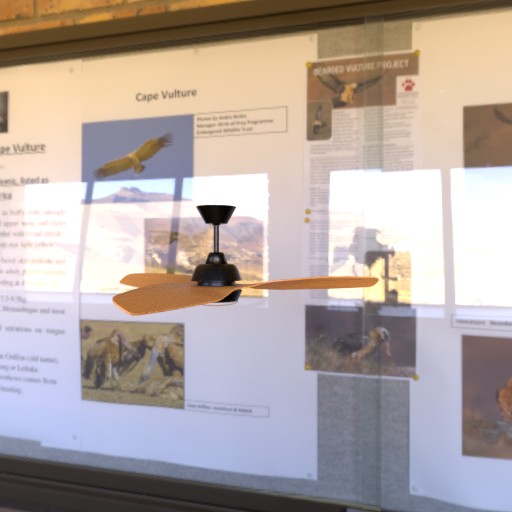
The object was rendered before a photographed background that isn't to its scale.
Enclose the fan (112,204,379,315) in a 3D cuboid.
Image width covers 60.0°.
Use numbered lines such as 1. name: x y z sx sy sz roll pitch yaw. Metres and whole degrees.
1. fan: 0.000 0.000 1.649 1.010 0.355 1.142 0 0 -18
